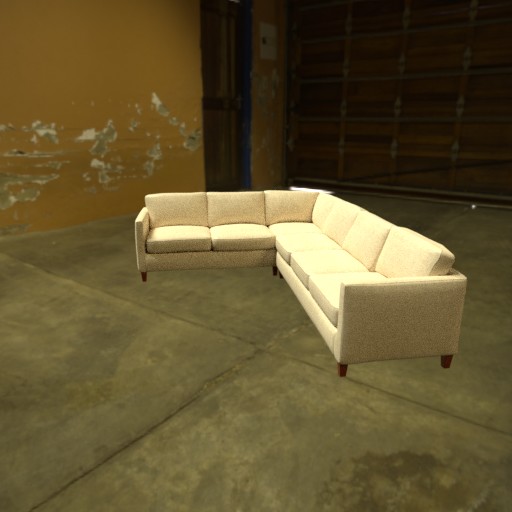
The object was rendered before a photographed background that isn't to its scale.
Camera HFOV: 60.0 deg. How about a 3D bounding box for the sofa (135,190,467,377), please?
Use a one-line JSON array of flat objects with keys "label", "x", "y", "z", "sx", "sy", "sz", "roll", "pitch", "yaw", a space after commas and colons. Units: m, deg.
[{"label": "sofa", "x": 0.000, "y": 0.000, "z": 4.516, "sx": 2.593, "sy": 0.947, "sz": 3.302, "roll": -2, "pitch": 16, "yaw": -8}]
